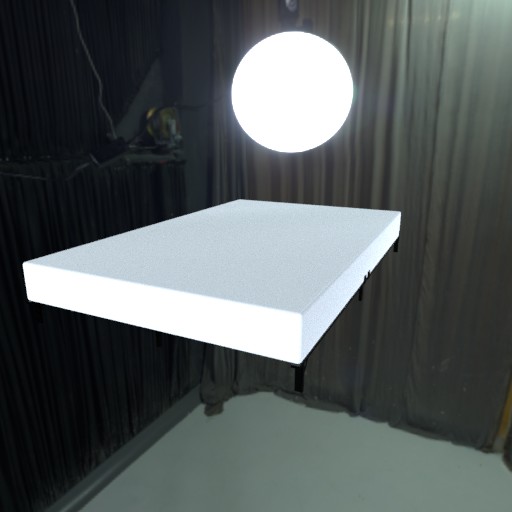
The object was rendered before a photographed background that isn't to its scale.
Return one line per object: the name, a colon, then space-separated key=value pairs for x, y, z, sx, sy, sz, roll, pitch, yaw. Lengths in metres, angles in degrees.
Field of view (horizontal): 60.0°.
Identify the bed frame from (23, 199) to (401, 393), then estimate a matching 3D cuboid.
bed frame: x=0.000 y=0.000 z=3.791 sx=1.930 sy=0.440 sz=2.987 roll=8 pitch=18 yaw=25
